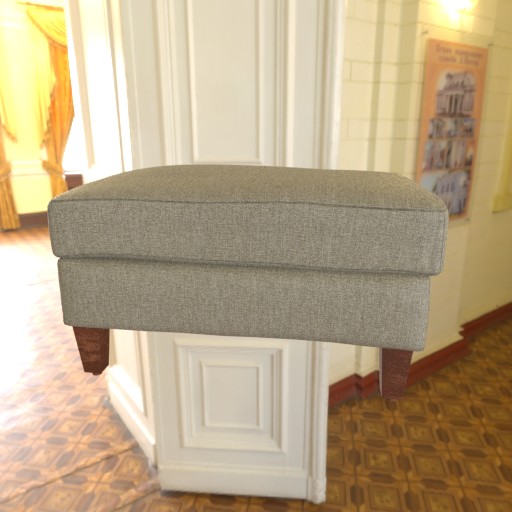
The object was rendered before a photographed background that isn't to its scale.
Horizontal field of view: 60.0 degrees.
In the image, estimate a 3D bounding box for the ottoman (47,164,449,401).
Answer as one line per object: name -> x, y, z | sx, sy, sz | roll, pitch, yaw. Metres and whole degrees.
ottoman -> 0.000, 0.000, 1.244 | 0.873, 0.494, 0.639 | 2, 17, 8
